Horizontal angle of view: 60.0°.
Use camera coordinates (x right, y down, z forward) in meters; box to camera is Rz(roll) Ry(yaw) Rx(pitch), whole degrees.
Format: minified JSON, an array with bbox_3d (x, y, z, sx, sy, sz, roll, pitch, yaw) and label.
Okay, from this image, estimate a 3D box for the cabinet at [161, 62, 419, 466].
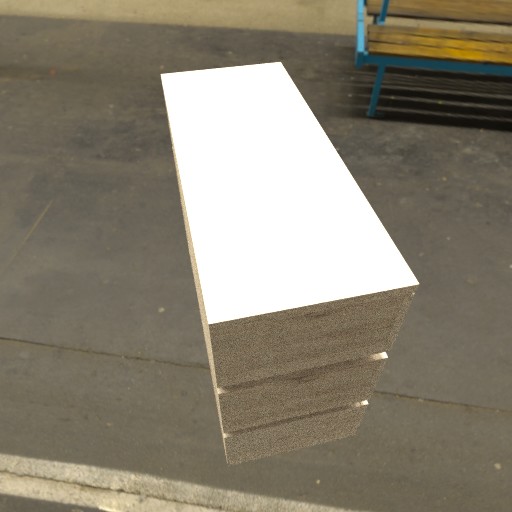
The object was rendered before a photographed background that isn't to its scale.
[{"bbox_3d":[0.000,0.000,1.487,0.420,0.820,1.040,-10,48,-9],"label":"cabinet"}]
